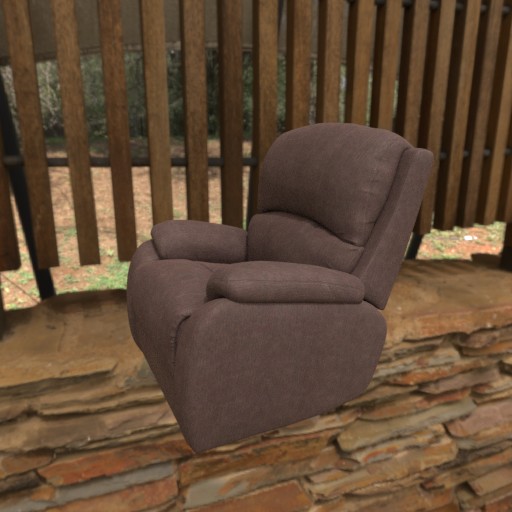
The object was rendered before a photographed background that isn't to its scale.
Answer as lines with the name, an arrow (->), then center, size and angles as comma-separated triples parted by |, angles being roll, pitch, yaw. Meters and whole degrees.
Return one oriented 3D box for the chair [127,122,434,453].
chair -> 0.000, 0.000, 1.737 | 0.899, 1.011, 0.930 | -7, 16, -25
